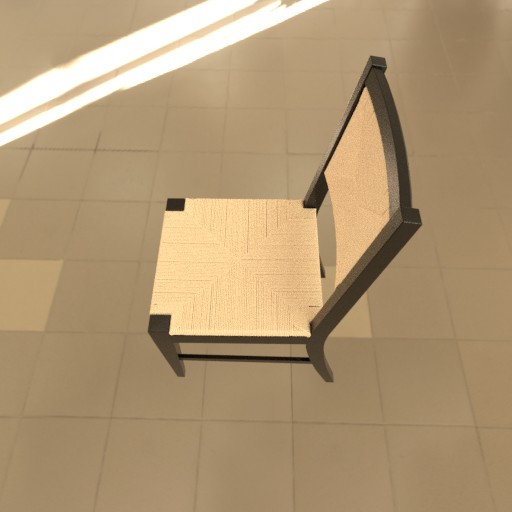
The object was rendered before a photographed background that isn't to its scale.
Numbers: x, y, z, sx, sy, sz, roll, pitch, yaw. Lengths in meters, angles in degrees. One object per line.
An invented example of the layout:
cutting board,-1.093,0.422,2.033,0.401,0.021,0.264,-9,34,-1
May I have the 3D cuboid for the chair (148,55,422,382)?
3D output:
chair,0.000,0.000,1.217,0.552,0.927,0.437,1,59,0
